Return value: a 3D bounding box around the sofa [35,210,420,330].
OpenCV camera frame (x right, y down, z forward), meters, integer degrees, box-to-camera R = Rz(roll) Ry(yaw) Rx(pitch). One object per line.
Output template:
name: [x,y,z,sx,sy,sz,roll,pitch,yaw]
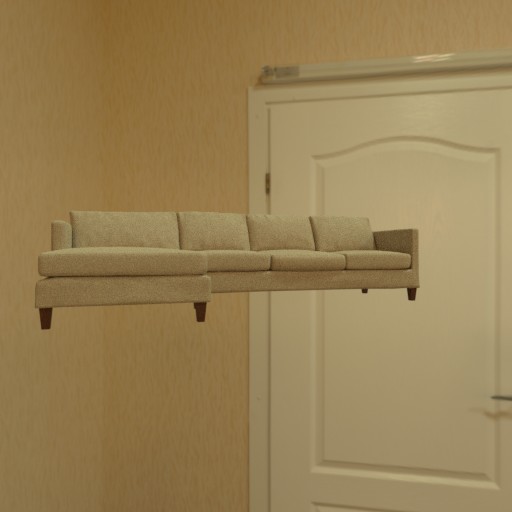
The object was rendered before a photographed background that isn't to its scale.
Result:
sofa: [0.000,0.000,3.780,3.186,0.846,1.625,0,0,-18]
